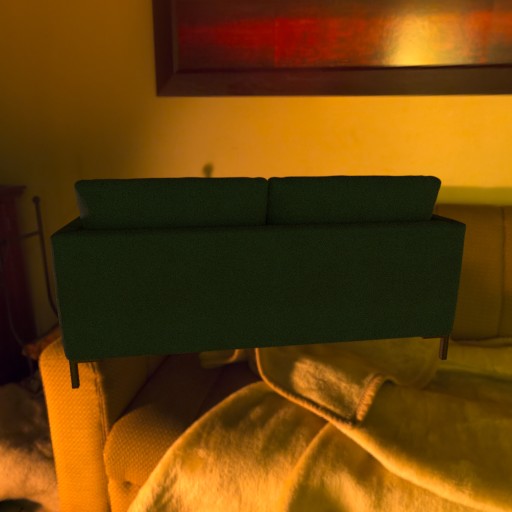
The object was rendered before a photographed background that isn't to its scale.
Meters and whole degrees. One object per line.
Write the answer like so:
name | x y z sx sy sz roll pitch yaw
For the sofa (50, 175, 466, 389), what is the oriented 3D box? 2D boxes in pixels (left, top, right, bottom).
sofa | 0.000 0.000 2.181 1.676 0.817 0.875 -2 14 -9
